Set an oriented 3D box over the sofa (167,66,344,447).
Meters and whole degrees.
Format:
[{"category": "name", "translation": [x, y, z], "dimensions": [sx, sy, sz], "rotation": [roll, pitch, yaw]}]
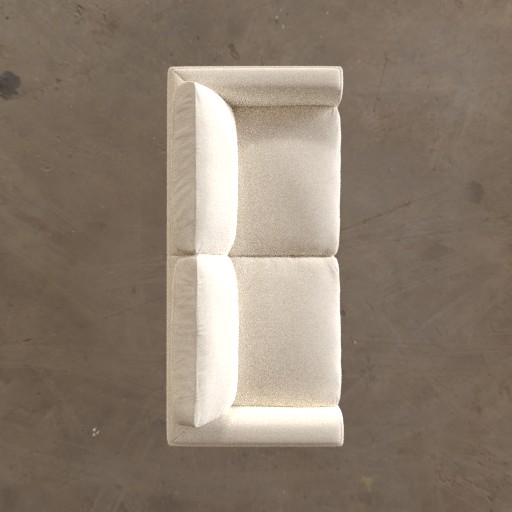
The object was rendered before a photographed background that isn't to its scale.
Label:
[{"category": "sofa", "translation": [0.000, 0.000, 2.745], "dimensions": [1.070, 0.801, 2.262], "rotation": [0, 89, 0]}]
